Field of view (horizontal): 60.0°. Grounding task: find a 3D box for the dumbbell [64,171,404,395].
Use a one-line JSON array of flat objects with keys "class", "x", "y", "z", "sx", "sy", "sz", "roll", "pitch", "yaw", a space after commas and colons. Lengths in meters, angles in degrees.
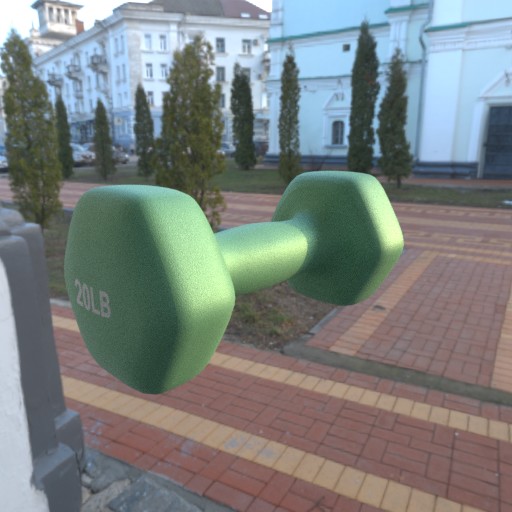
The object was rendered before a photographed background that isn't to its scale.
[{"class": "dumbbell", "x": 0.000, "y": 0.000, "z": 0.333, "sx": 0.129, "sy": 0.117, "sz": 0.260, "roll": 14, "pitch": 20, "yaw": 43}]
